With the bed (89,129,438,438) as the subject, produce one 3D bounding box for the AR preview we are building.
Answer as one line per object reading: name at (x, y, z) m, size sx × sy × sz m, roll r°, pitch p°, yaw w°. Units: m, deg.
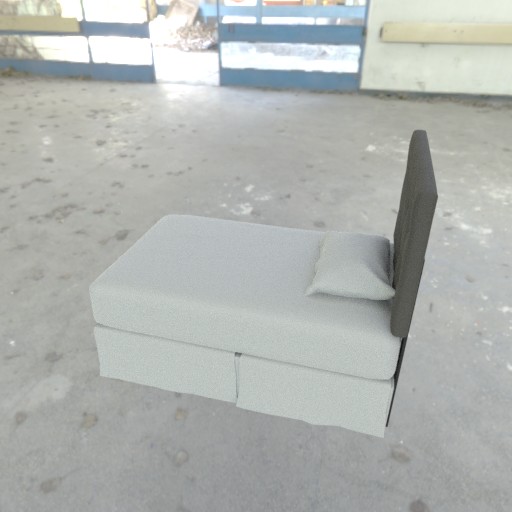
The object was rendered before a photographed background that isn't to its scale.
bed at (0.000, 0.000, 3.012) m, size 1.997 × 1.571 × 1.261 m, roll 8°, pitch 31°, yaw 14°
